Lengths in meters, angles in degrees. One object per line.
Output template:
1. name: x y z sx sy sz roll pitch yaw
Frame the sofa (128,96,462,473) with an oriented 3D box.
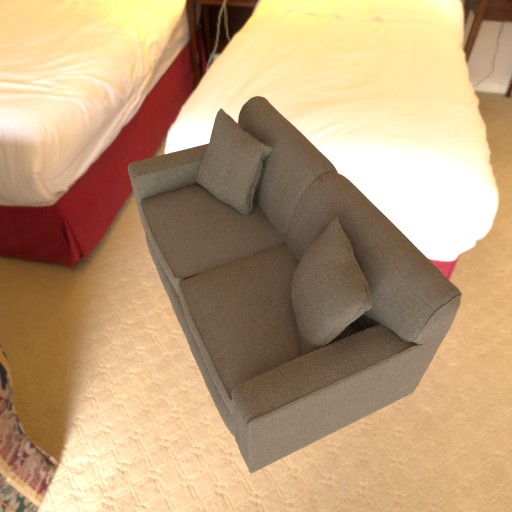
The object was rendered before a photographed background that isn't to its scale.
1. sofa: 0.000 0.000 2.458 1.000 0.958 1.846 -19 49 -17
